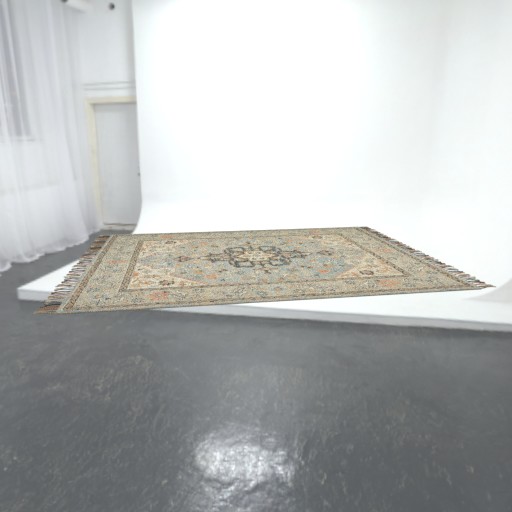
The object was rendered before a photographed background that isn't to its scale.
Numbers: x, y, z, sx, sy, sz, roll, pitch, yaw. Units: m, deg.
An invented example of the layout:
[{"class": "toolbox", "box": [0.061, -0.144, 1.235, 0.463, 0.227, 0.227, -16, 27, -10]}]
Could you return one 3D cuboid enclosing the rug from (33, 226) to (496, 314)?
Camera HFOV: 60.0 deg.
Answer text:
[{"class": "rug", "box": [0.000, 0.000, 4.139, 3.221, 0.011, 2.379, -2, 15, -9]}]
